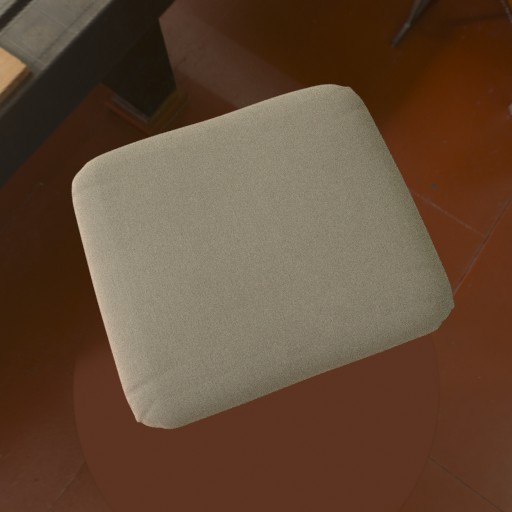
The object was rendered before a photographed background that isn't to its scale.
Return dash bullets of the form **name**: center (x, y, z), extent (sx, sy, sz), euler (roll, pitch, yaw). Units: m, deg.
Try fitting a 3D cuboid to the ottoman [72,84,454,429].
- **ottoman**: center (0.000, 0.000, 1.127), extent (0.746, 0.450, 0.639), euler (-19, 76, -5)
